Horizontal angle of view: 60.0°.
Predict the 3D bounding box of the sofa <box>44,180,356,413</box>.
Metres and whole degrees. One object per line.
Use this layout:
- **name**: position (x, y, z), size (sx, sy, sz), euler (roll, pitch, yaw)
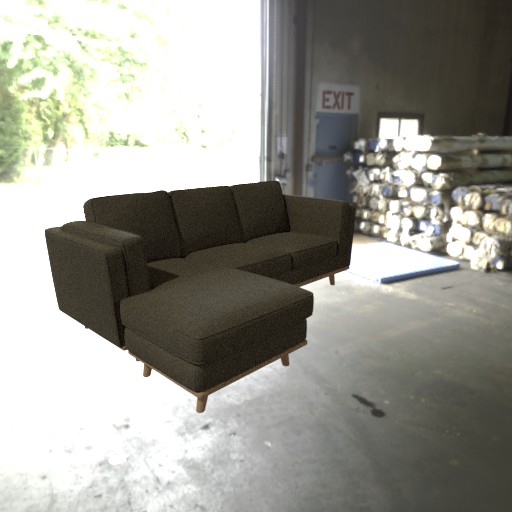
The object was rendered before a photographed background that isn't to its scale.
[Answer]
- **sofa**: position (0.000, 0.000, 3.248), size (1.604, 0.929, 2.411), euler (14, 20, 43)
